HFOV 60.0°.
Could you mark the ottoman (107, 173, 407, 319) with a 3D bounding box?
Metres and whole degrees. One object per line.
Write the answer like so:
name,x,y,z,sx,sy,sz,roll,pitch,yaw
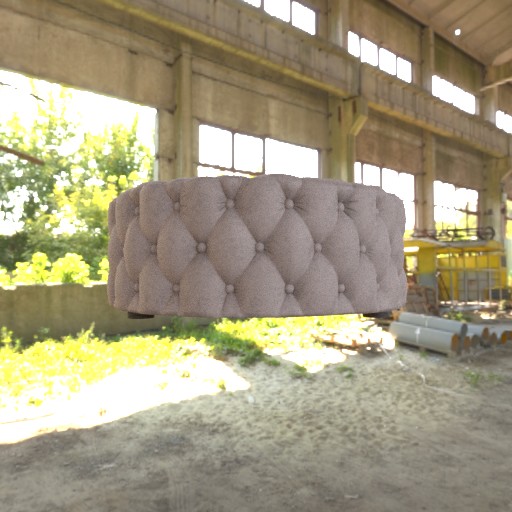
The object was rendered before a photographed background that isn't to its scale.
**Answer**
ottoman,0.000,0.000,1.546,0.998,0.399,0.998,0,-2,0
